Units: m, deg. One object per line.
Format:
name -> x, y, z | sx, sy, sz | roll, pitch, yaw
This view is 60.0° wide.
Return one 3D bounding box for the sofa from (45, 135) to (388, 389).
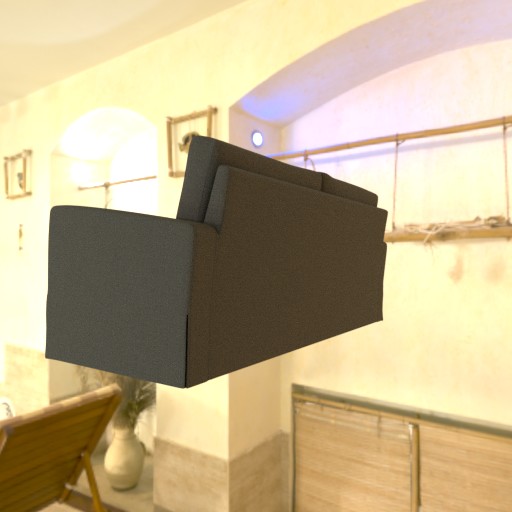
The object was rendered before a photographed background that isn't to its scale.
sofa -> 0.000, 0.000, 2.335 | 0.898, 0.839, 1.852 | 0, 0, 34
